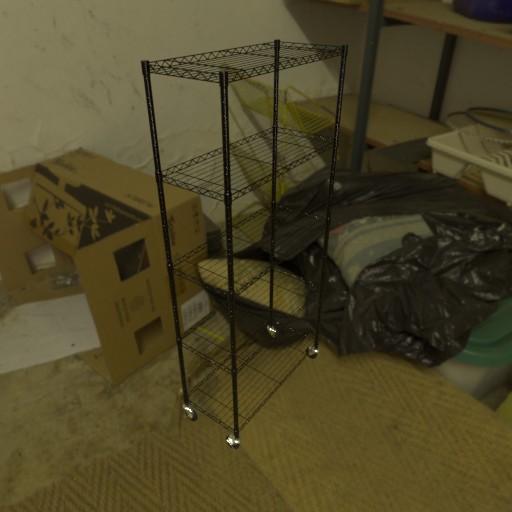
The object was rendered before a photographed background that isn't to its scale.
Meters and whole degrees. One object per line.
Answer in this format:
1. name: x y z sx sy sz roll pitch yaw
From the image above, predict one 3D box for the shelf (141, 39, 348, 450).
1. shelf: 0.000 0.000 1.951 0.356 1.645 0.762 21 37 30
